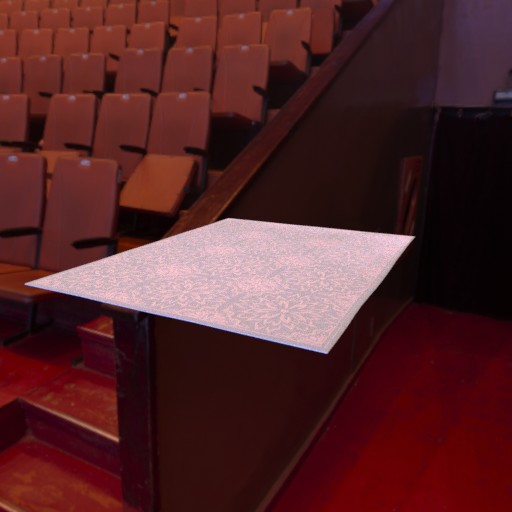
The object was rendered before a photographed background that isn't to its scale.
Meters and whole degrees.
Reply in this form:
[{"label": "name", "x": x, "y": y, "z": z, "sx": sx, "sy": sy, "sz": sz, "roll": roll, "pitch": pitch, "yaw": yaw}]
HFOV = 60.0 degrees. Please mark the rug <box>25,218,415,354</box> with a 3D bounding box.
[{"label": "rug", "x": 0.000, "y": 0.000, "z": 4.069, "sx": 2.363, "sy": 0.012, "sz": 2.980, "roll": 8, "pitch": 17, "yaw": 26}]
